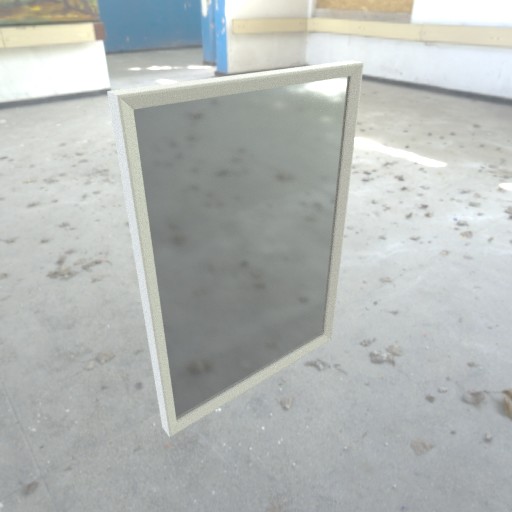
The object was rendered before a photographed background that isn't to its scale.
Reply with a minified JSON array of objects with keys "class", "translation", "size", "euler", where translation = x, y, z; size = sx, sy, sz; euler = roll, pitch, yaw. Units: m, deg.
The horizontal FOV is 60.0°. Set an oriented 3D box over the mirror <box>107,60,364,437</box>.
[{"class":"mirror","translation":[0.000,0.000,0.925],"size":[0.507,0.710,0.039],"euler":[-22,37,-32]}]
